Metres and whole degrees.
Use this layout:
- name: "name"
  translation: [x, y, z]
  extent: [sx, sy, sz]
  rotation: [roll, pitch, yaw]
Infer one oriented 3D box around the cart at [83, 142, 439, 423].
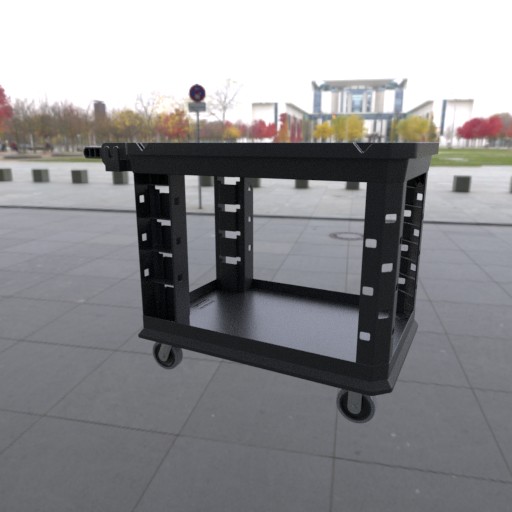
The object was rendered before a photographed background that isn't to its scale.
- name: "cart"
  translation: [0.000, 0.000, 1.782]
  extent: [1.239, 0.884, 0.674]
  rotation: [7, 16, 26]
